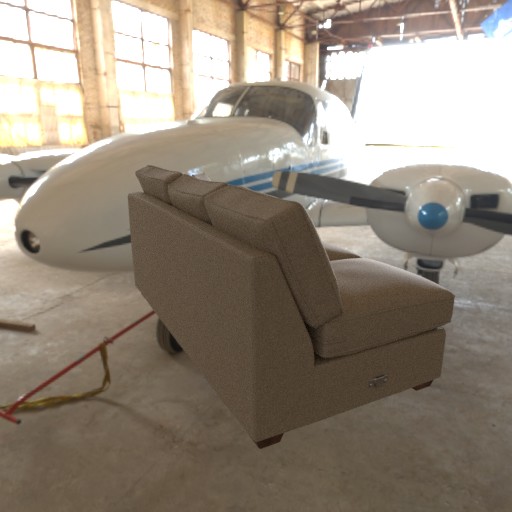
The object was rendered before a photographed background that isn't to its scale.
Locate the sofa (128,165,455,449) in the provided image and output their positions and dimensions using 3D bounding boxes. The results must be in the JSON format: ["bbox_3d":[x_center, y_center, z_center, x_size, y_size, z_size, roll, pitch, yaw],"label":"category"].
[{"bbox_3d":[0.000,0.000,2.561,1.034,0.946,1.963,-8,18,-26],"label":"sofa"}]
